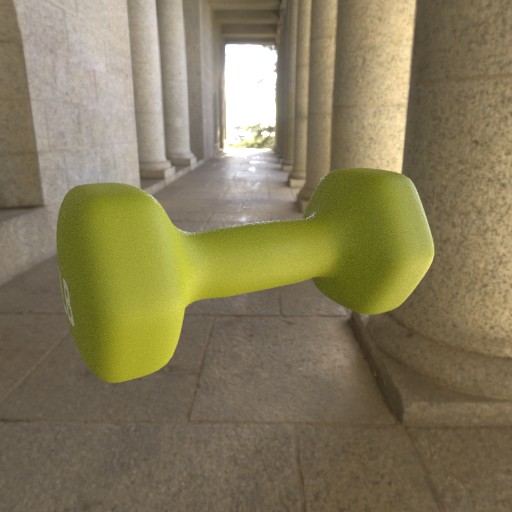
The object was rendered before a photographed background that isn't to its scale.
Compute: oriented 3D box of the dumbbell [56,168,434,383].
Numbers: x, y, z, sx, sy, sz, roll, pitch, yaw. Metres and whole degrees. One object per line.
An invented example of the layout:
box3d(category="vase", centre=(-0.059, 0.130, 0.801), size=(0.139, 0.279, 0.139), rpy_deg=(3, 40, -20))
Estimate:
box3d(category="dumbbell", centre=(0.000, 0.000, 0.202), size=(0.164, 0.072, 0.080), rpy_deg=(-9, 19, -27))
